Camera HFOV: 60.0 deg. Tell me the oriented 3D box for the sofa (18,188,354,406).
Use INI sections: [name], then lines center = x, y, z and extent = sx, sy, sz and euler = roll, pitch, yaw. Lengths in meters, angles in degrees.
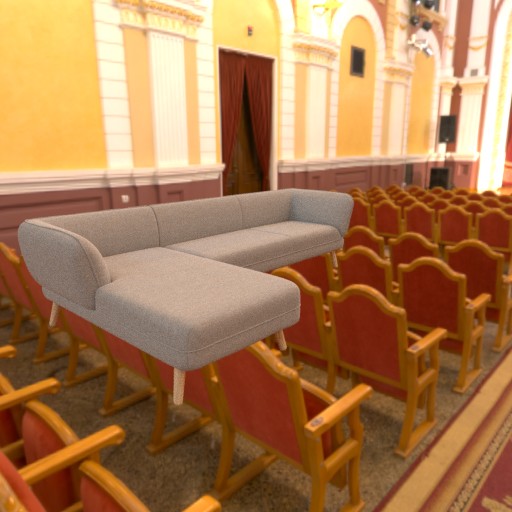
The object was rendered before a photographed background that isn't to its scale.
[sofa]
center = 0.000, 0.000, 3.189
extent = 1.532, 0.693, 2.653
euler = 13, 19, 41
